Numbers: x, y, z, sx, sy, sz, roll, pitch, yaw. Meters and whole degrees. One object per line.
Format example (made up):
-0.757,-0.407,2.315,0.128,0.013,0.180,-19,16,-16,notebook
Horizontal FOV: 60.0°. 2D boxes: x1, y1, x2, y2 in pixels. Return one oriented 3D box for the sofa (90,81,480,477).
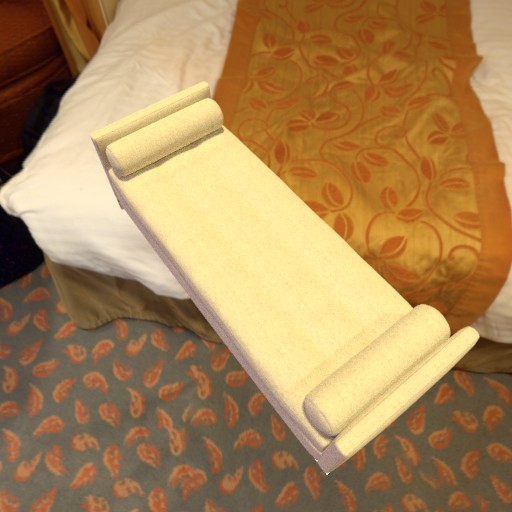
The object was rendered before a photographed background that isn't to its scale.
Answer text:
0.000,0.000,2.417,0.797,0.655,2.102,-33,64,-19,sofa
